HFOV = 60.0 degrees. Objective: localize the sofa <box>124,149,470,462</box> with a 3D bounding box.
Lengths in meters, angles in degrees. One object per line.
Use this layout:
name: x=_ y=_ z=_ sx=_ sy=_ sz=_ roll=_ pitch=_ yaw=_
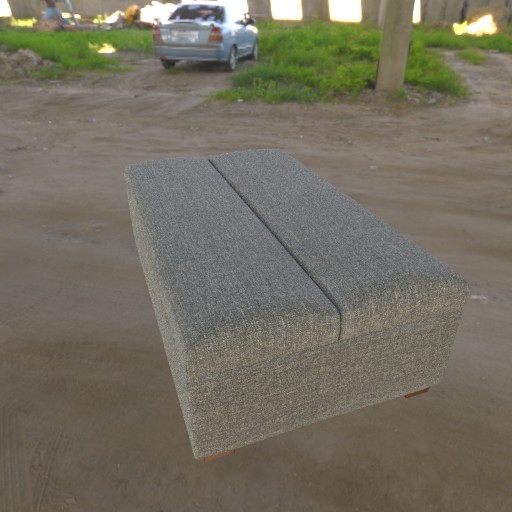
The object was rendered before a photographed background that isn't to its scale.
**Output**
sofa: x=0.000 y=0.000 z=1.574 sx=0.782 sy=0.417 sz=1.198 roll=-10 pitch=32 yaw=-17
